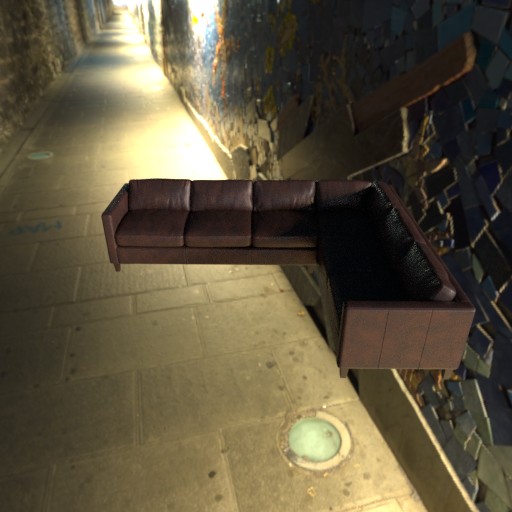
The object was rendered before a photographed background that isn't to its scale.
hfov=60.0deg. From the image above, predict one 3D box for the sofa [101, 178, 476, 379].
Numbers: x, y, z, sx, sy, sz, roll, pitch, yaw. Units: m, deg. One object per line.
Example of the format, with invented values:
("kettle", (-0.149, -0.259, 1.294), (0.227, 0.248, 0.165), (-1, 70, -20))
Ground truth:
("sofa", (0.000, 0.000, 4.324), (3.152, 0.836, 2.438), (0, 30, 1))
